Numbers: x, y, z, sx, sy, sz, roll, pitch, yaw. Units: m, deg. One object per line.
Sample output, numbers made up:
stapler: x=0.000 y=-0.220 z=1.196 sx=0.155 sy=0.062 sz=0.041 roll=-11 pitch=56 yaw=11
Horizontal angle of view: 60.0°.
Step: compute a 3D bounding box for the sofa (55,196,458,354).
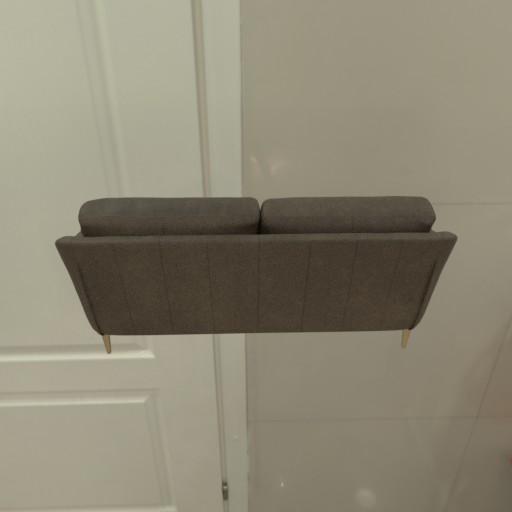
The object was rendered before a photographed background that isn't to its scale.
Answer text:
sofa: x=0.000 y=0.000 z=2.586 sx=2.036 sy=0.902 sz=0.960 roll=-1 pitch=29 yaw=-1
